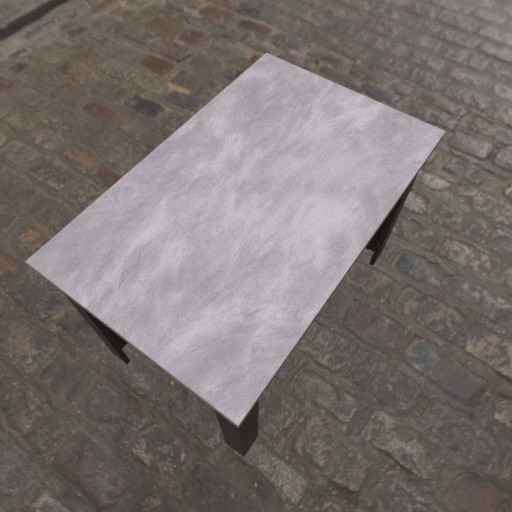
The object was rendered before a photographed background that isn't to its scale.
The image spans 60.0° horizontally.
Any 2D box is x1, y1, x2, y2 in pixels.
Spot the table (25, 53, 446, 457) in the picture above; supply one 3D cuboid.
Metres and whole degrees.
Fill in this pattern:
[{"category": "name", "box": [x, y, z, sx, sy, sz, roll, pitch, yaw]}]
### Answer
[{"category": "table", "box": [0.000, 0.000, 1.599, 0.700, 0.734, 1.100, 32, 64, 18]}]
